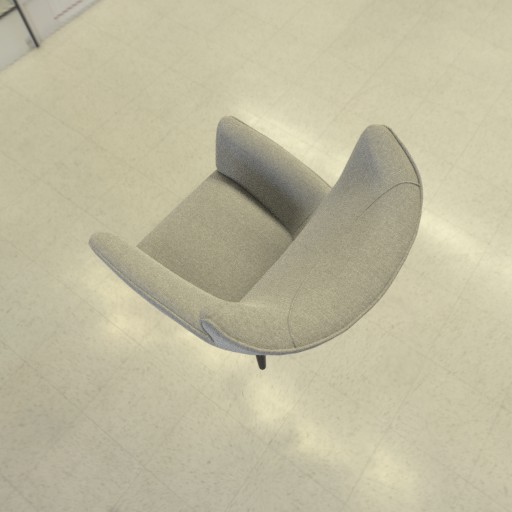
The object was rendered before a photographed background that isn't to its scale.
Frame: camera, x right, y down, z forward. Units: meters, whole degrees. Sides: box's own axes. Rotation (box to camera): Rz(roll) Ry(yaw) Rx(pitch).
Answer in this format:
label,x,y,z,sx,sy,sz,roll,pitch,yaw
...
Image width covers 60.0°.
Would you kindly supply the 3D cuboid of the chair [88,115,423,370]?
label,x,y,z,sx,sy,sz,roll,pitch,yaw
chair,0.000,0.000,1.606,0.888,0.933,0.781,36,69,16
